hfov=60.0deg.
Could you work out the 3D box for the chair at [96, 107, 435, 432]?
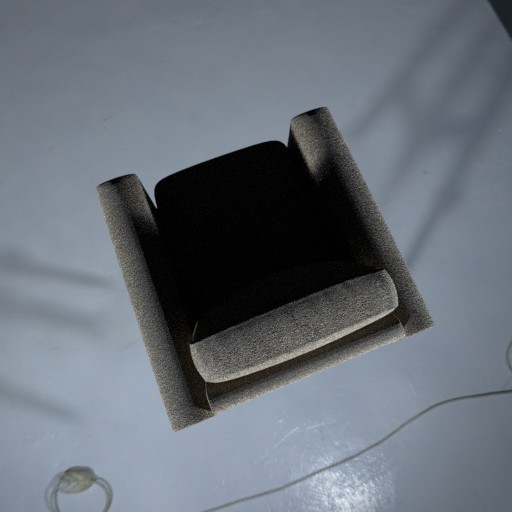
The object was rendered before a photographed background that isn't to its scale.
[{"bbox_3d":[0.000,0.000,1.782,1.005,0.873,1.016,-21,76,-6],"label":"chair"}]
